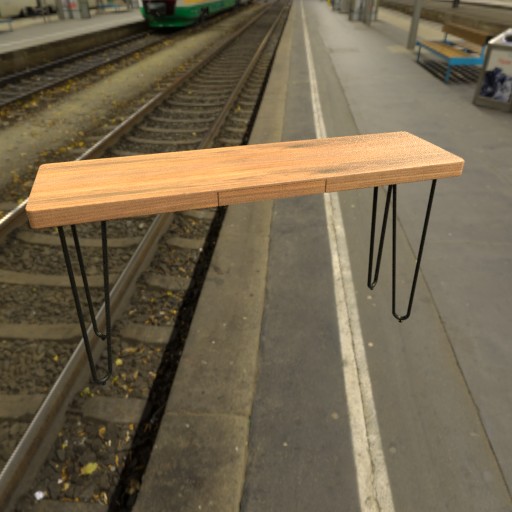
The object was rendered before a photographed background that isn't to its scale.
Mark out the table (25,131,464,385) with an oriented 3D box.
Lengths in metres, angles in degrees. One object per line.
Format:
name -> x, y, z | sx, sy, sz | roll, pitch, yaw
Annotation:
table -> 0.000, 0.000, 1.902 | 1.570, 0.834, 0.425 | -9, 33, -14
